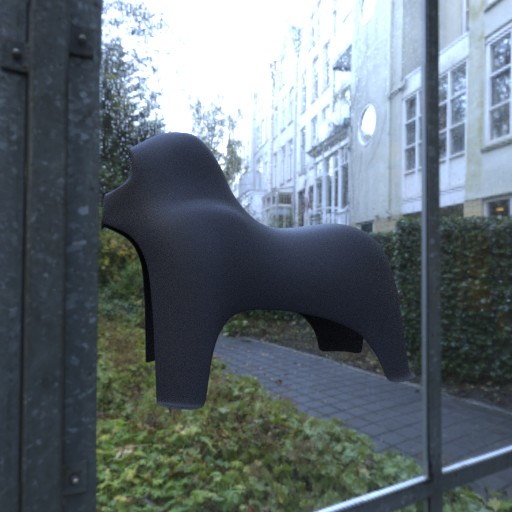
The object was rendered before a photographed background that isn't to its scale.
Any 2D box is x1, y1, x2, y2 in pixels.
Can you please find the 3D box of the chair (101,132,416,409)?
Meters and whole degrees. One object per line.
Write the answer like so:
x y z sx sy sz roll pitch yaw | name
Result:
0.000 0.000 1.148 0.758 0.600 0.490 0 -1 -17 | chair
